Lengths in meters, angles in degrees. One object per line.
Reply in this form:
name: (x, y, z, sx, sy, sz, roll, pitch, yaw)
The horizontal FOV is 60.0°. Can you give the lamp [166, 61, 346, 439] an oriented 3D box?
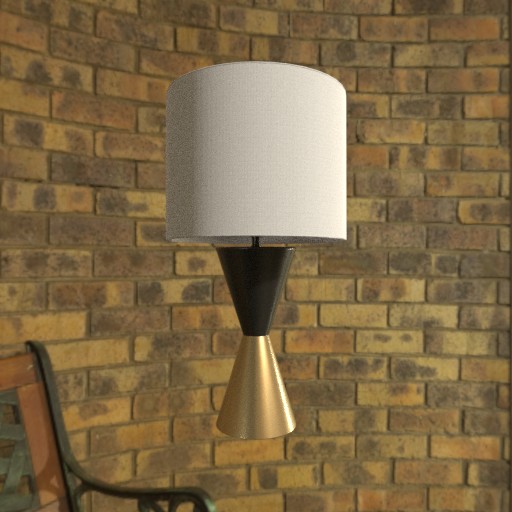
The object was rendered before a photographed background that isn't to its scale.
lamp: (0.000, 0.000, 0.761, 0.304, 0.573, 0.304, 0, 0, 0)
